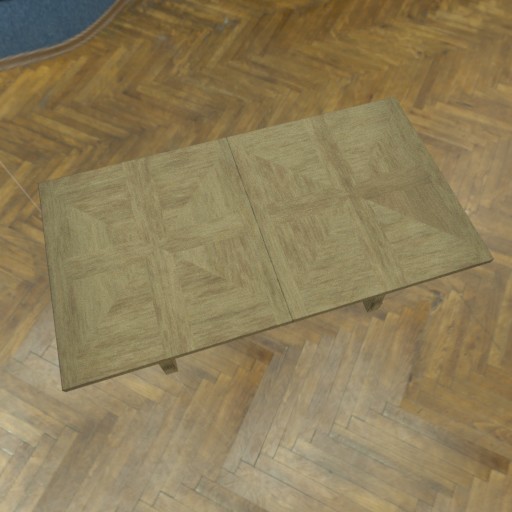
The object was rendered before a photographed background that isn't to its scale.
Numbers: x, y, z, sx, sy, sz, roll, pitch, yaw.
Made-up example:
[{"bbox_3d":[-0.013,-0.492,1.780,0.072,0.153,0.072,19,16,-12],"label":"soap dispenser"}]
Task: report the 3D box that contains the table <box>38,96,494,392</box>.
[{"bbox_3d":[0.000,0.000,2.387,1.881,0.768,1.016,-16,65,-8],"label":"table"}]
